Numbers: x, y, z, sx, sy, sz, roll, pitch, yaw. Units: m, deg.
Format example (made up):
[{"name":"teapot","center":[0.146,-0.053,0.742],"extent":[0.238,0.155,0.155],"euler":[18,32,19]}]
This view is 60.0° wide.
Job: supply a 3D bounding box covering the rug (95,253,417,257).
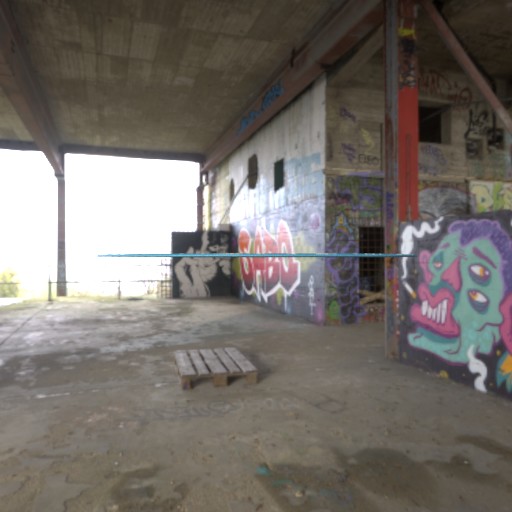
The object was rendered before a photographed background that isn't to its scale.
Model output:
[{"name":"rug","center":[0.000,0.000,2.331],"extent":[1.593,0.012,1.593],"euler":[0,0,0]}]
